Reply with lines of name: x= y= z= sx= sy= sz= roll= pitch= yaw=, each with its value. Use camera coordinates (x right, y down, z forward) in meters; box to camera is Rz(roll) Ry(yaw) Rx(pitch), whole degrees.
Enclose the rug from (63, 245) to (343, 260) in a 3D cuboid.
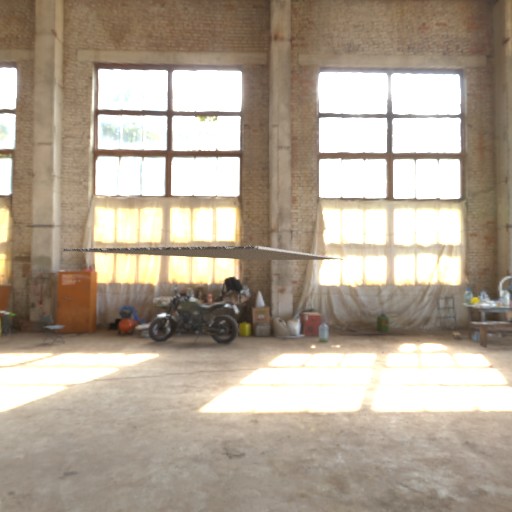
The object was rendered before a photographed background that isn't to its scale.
rug: x=0.000 y=0.000 z=2.755 sx=0.786 sy=0.013 sz=2.480 roll=0 pitch=-1 yaw=18
